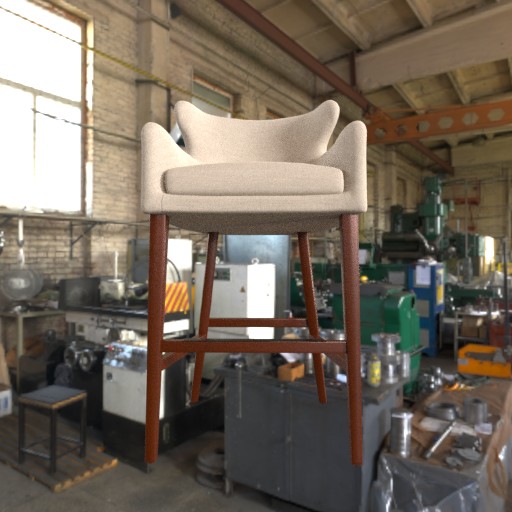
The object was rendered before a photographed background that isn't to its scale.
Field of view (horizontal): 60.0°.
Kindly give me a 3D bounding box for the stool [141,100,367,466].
[{"bbox_3d":[0.000,0.000,1.350,0.556,1.034,0.563,0,0,1],"label":"stool"}]
